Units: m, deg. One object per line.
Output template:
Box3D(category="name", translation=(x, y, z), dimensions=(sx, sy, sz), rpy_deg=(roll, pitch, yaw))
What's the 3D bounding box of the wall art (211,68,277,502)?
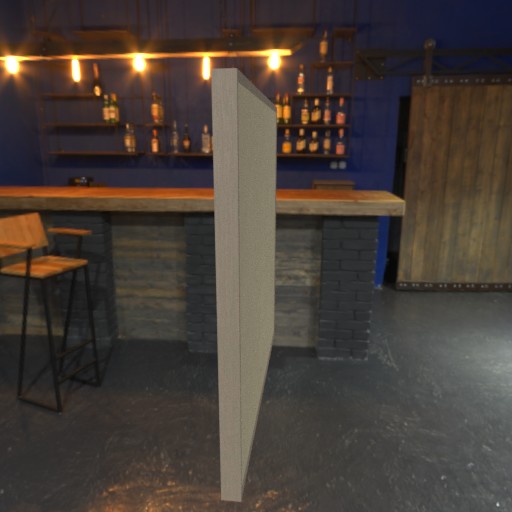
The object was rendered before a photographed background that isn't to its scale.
Box3D(category="wall art", translation=(0.000, 0.000, 1.106), dimensions=(0.038, 0.758, 0.761), rpy_deg=(2, 14, 7))
